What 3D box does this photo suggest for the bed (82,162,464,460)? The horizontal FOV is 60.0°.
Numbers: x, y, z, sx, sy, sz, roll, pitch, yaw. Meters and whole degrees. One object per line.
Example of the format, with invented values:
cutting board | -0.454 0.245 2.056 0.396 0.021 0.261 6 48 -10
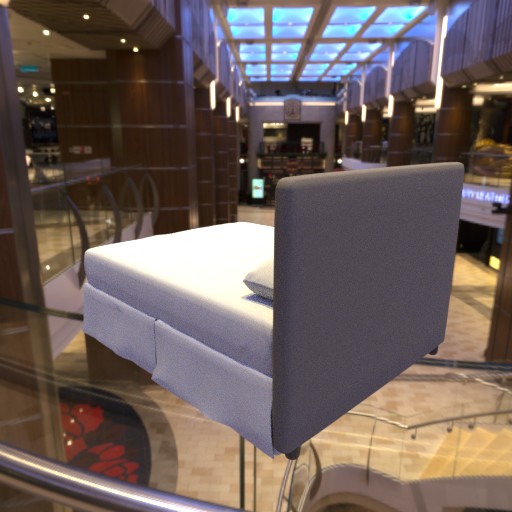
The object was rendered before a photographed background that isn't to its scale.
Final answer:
bed | 0.000 0.000 3.138 1.748 1.330 2.142 -14 20 -43
